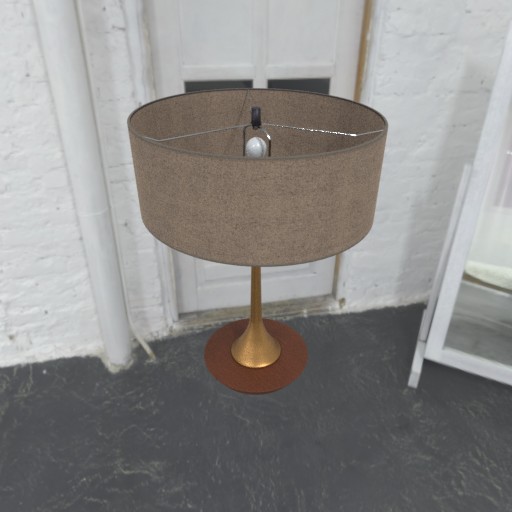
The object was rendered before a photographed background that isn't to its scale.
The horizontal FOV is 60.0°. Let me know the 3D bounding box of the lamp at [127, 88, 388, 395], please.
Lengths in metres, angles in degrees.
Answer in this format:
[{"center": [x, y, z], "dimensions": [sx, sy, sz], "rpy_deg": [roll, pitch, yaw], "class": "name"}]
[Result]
[{"center": [0.000, 0.000, 0.845], "dimensions": [0.396, 0.551, 0.417], "rpy_deg": [-21, 37, -30], "class": "lamp"}]
